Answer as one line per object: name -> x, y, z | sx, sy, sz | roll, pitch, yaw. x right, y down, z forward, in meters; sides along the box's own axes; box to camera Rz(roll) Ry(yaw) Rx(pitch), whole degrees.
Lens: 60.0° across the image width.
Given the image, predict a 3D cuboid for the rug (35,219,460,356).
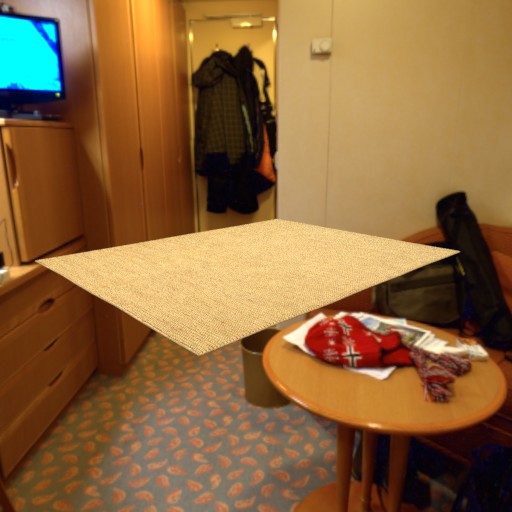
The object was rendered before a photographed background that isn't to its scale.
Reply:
rug -> 0.000, 0.000, 4.025 | 3.034, 0.012, 2.406 | -14, 20, -42
